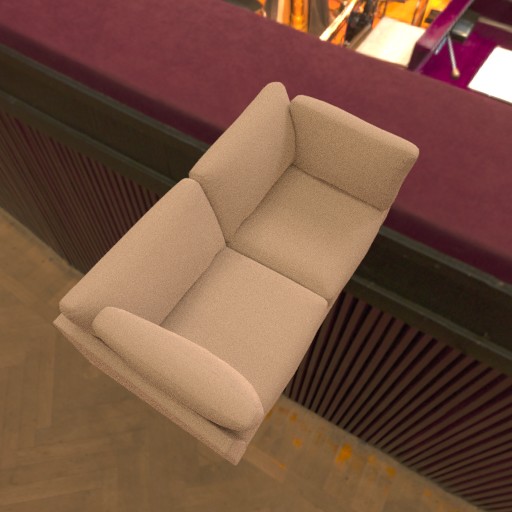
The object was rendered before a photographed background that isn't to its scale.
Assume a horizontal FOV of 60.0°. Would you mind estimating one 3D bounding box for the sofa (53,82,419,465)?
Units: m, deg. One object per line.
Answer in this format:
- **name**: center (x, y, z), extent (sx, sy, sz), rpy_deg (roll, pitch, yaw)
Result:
- **sofa**: center (0.000, 0.000, 2.311), extent (0.970, 0.836, 1.776), rpy_deg (28, 62, 17)
